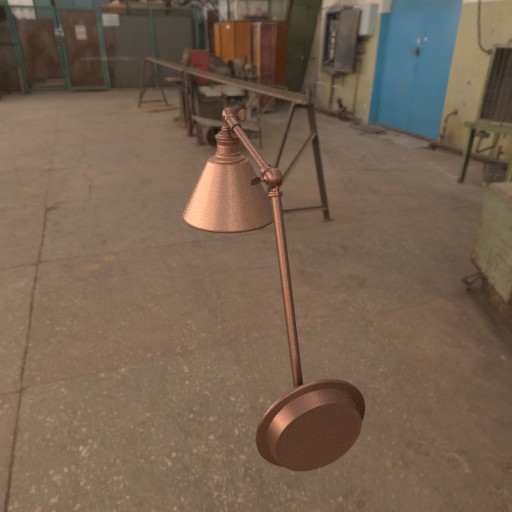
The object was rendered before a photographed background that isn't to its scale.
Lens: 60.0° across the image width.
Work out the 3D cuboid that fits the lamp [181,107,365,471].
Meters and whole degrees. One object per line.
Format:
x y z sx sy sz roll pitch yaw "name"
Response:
0.000 0.000 0.866 0.223 0.502 0.624 -8 28 -16 "lamp"
